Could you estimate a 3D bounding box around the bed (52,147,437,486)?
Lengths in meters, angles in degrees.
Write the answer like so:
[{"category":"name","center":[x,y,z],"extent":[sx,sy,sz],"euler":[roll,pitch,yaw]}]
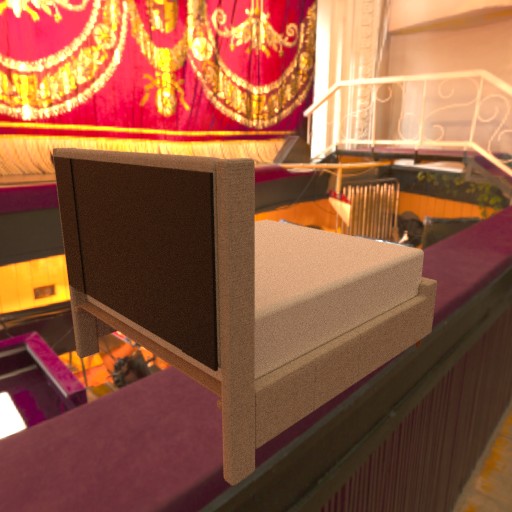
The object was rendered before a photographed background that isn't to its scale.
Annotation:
[{"category":"bed","center":[0.000,0.000,3.644],"extent":[2.370,1.743,2.045],"euler":[-15,21,-42]}]
